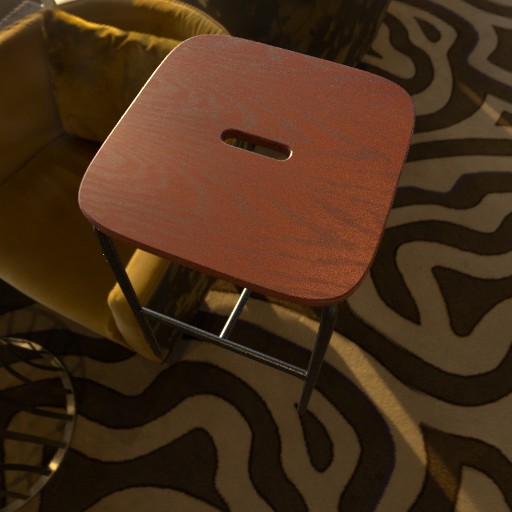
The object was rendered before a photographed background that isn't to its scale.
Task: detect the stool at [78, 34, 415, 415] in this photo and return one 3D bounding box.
[{"bbox_3d":[0.000,0.000,0.823,0.376,0.610,0.376,19,65,10],"label":"stool"}]
